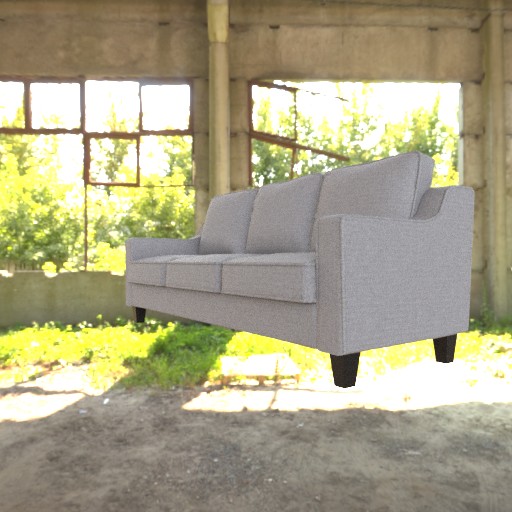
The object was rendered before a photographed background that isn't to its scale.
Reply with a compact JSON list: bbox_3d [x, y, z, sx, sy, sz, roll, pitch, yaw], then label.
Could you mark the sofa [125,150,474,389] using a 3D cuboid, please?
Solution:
[{"bbox_3d":[0.000,0.000,2.590,0.899,0.950,2.129,0,-1,-36],"label":"sofa"}]
